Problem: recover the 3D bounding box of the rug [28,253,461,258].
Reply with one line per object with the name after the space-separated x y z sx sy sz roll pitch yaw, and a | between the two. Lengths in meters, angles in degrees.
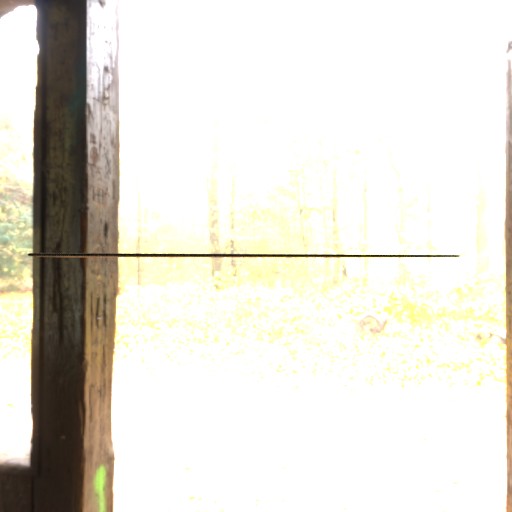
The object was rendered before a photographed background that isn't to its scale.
0.000 0.000 2.727 2.413 0.016 0.810 0 0 -18 | rug
